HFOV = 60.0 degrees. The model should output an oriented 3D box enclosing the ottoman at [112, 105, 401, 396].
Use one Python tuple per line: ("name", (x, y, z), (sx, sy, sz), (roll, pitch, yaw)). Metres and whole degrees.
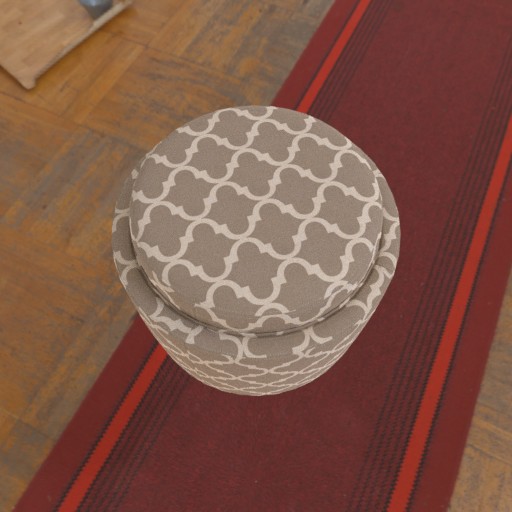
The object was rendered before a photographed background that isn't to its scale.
("ottoman", (0.000, 0.000, 0.856), (0.480, 0.429, 0.480), (0, 63, 0))
